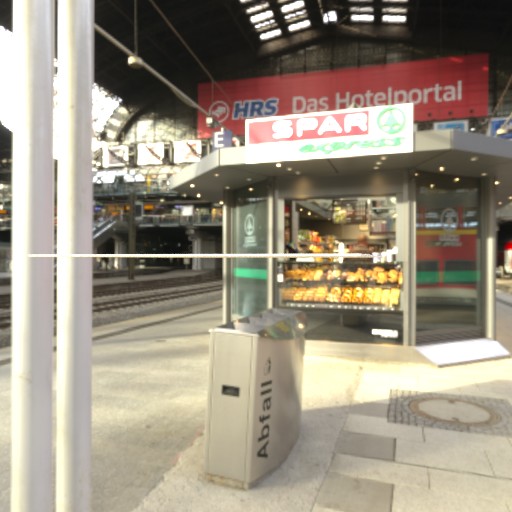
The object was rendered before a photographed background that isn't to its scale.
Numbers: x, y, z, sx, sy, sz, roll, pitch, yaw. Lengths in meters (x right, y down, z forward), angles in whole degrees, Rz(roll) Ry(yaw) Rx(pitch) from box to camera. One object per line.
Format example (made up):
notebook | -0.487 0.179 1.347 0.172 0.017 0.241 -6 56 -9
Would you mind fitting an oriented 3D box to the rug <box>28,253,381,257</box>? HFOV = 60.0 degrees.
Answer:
rug | 0.000 0.000 2.355 1.232 0.015 1.825 0 0 18
